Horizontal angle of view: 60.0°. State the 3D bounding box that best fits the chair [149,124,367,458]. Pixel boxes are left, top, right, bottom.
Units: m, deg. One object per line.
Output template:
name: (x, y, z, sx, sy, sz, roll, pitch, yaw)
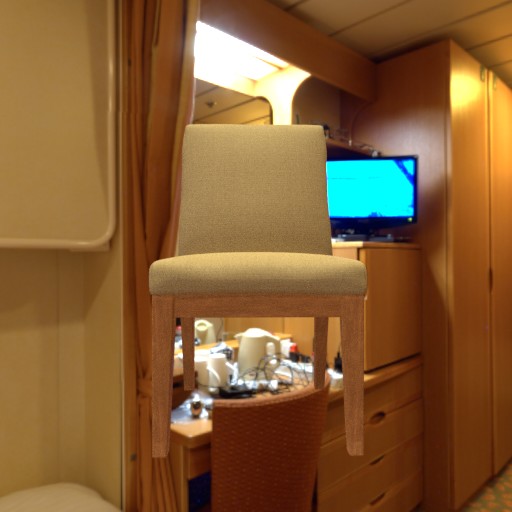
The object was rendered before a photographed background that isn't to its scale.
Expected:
chair: (0.000, 0.000, 1.278, 0.507, 0.911, 0.586, 0, 0, -1)
